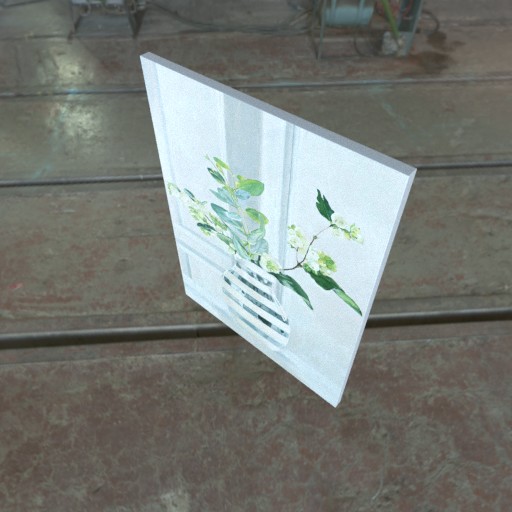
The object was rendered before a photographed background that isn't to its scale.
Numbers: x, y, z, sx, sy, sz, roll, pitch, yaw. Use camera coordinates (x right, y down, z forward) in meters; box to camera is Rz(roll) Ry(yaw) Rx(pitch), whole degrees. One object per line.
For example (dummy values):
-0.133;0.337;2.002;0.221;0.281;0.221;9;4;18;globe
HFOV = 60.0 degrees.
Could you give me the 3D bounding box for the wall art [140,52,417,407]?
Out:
0.000;0.000;1.624;0.914;1.212;0.038;33;56;26;wall art
